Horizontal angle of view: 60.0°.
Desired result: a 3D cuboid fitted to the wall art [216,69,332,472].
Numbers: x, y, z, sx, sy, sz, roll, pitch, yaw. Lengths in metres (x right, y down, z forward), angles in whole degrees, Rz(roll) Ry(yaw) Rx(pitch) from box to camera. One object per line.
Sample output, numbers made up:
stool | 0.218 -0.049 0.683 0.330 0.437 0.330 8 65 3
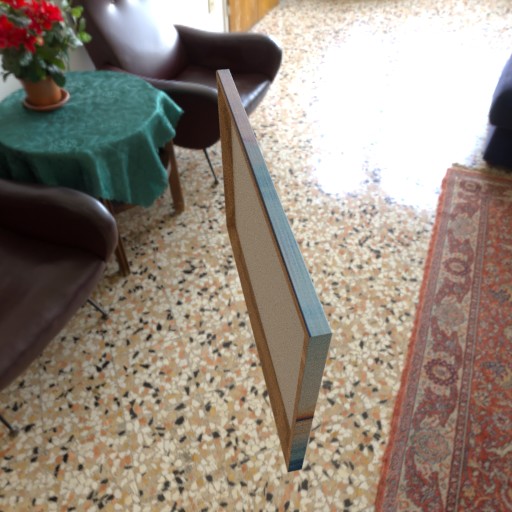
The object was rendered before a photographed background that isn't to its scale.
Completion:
wall art | 0.000 0.000 1.180 0.037 0.605 0.911 -9 47 -8
